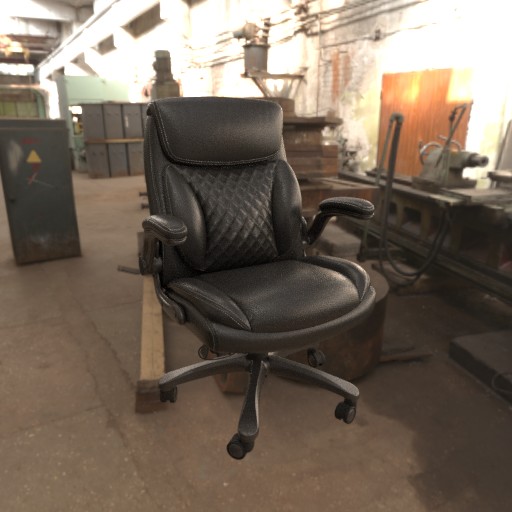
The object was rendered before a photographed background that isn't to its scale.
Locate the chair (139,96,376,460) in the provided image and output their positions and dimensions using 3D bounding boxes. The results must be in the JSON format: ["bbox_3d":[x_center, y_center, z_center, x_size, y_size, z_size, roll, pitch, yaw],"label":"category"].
[{"bbox_3d":[0.000,0.000,1.596,0.782,1.110,0.724,-9,19,-27],"label":"chair"}]
